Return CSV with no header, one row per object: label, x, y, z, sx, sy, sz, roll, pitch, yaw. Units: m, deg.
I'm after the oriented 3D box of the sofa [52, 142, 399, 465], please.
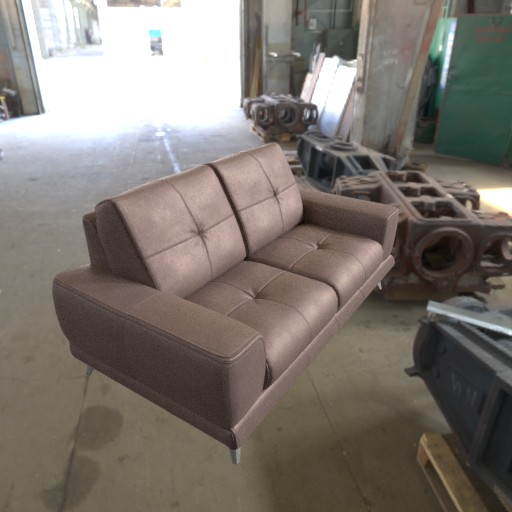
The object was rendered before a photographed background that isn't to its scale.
sofa,0.000,0.000,2.372,1.018,0.907,1.806,17,31,30
